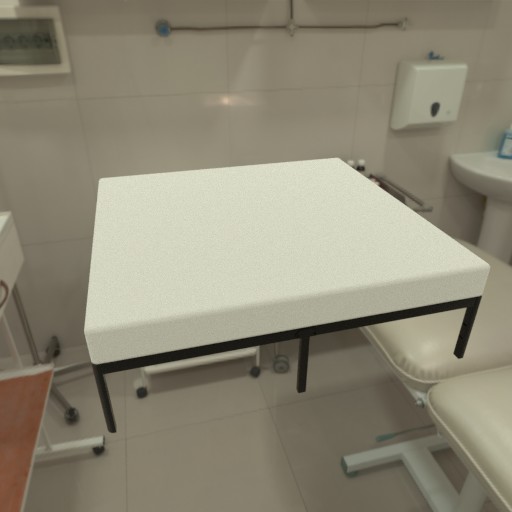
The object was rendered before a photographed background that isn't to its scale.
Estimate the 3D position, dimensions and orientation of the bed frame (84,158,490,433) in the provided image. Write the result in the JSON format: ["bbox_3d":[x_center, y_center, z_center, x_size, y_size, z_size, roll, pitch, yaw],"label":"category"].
[{"bbox_3d":[0.000,0.000,3.091,2.079,0.659,1.963,-8,31,-13],"label":"bed frame"}]
